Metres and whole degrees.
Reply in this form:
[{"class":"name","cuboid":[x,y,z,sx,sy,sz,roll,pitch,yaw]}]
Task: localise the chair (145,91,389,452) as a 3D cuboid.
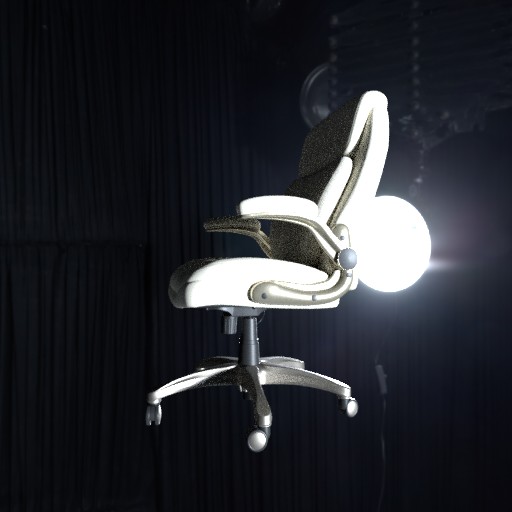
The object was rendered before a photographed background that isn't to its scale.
[{"class":"chair","cuboid":[0.000,0.000,1.622,0.794,1.110,0.740,0,0,-18]}]
